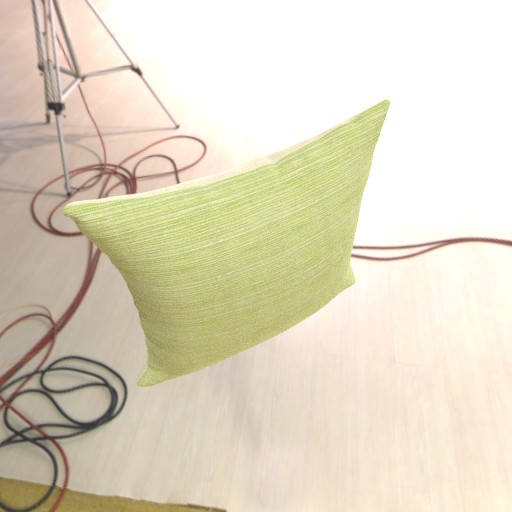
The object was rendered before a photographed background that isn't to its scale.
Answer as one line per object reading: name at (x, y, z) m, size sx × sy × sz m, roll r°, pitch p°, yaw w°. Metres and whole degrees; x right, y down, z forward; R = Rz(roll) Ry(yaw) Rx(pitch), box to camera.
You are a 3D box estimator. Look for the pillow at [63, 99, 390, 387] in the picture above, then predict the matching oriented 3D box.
pillow at (0.000, 0.000, 0.821) m, size 0.560 × 0.487 × 0.229 m, roll -23°, pitch 51°, yaw -20°
